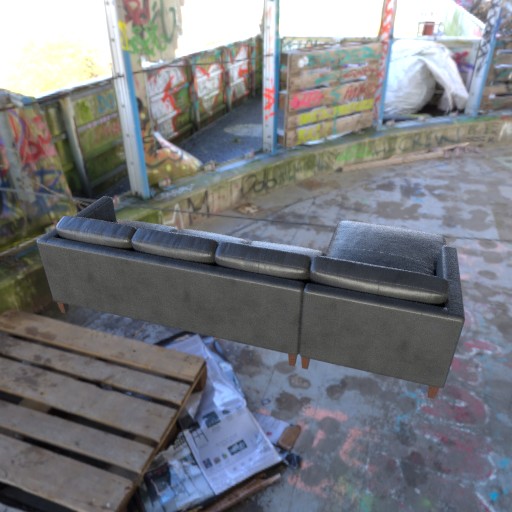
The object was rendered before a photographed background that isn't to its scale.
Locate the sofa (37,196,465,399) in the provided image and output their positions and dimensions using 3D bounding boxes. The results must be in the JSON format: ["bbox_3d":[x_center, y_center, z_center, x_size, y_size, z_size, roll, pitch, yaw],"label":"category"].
[{"bbox_3d":[0.000,0.000,3.913,3.203,0.883,1.581,10,33,15],"label":"sofa"}]
